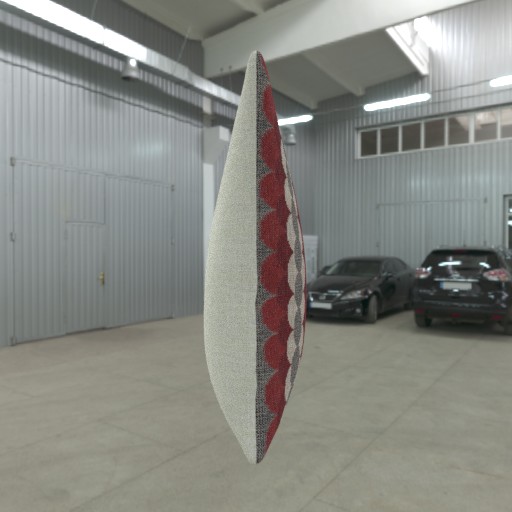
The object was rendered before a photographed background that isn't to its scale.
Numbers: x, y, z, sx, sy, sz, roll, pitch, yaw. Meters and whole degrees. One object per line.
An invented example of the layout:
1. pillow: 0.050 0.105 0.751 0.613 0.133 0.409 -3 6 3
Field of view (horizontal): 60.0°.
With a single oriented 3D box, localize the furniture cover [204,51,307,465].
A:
1. furniture cover: 0.000 0.000 0.653 0.145 0.420 0.435 0 1 0
